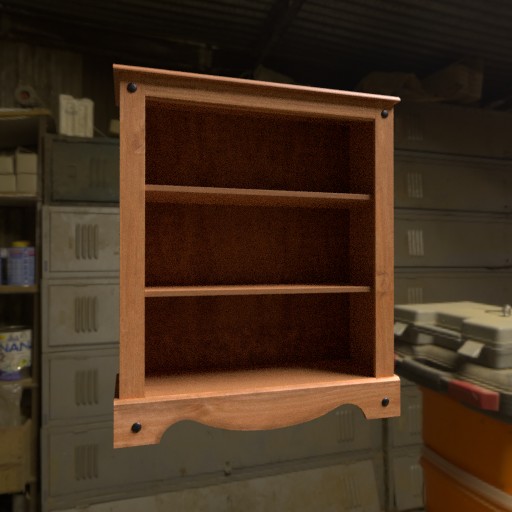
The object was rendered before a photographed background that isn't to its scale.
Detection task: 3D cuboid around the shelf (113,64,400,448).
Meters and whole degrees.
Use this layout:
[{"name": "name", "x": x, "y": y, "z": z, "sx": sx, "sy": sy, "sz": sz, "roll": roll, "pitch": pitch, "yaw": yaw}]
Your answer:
[{"name": "shelf", "x": 0.000, "y": 0.000, "z": 1.379, "sx": 0.840, "sy": 0.980, "sz": 0.291, "roll": 0, "pitch": 0, "yaw": -16}]
